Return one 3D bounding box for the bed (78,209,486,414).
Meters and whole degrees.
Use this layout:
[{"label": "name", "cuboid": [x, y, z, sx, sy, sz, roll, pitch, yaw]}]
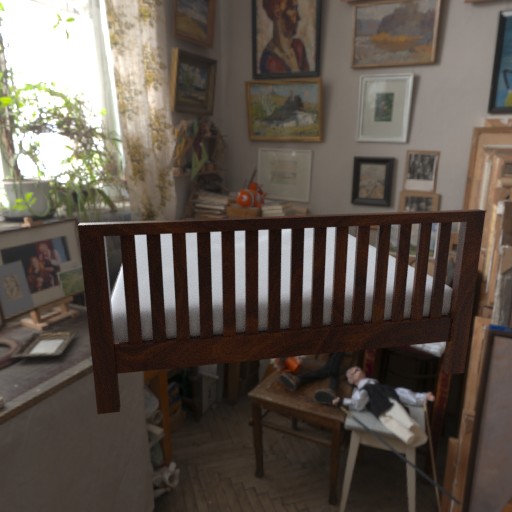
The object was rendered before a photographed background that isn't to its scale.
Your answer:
[{"label": "bed", "cuboid": [0.000, 0.000, 3.082, 1.905, 0.890, 2.030, -3, 15, -11]}]
